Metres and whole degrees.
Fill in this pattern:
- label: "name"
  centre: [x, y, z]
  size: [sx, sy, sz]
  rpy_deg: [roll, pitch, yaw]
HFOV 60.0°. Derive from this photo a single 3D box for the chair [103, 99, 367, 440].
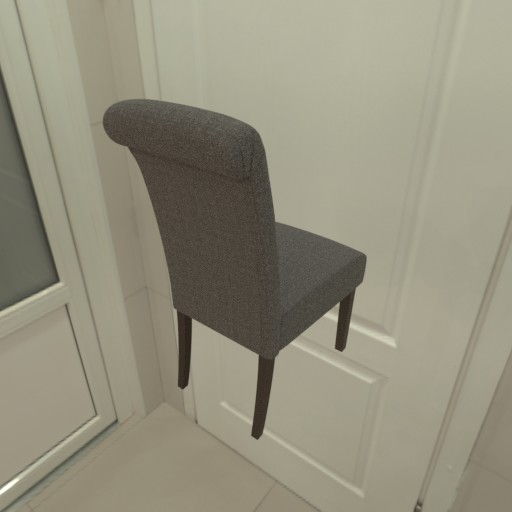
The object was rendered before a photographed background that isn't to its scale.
- label: "chair"
  centre: [0.000, 0.000, 1.380]
  size: [0.456, 1.006, 0.671]
  rpy_deg: [22, 37, 32]
